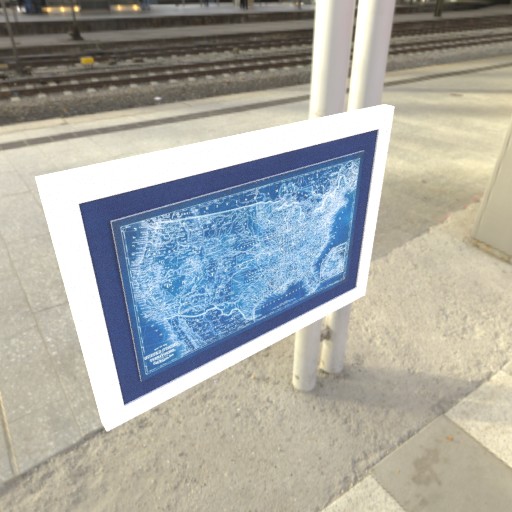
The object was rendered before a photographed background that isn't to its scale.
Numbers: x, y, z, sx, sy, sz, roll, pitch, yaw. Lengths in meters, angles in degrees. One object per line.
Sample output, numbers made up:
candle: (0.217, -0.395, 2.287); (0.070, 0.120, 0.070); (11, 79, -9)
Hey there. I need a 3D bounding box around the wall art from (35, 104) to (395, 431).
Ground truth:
wall art: (0.000, 0.000, 1.632); (1.308, 0.902, 0.051); (-21, 37, -31)
